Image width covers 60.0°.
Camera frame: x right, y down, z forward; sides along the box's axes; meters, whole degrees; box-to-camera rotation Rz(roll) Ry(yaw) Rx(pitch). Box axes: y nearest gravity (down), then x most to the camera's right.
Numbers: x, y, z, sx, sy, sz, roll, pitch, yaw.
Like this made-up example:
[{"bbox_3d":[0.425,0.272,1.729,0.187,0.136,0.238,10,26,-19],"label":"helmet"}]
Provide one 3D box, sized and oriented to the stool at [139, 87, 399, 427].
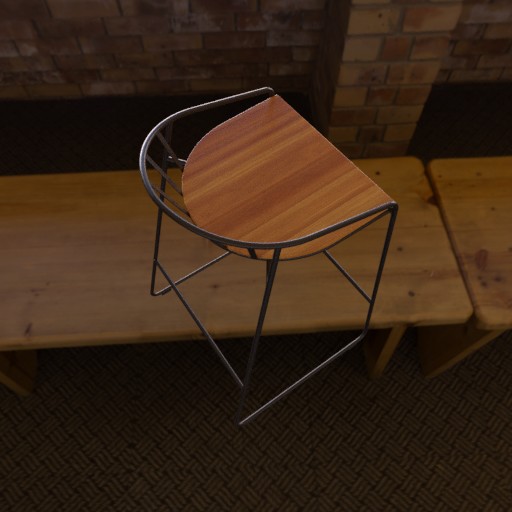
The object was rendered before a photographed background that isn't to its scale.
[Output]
[{"bbox_3d":[0.000,0.000,1.188,0.521,0.812,0.546,-31,63,-17],"label":"stool"}]
